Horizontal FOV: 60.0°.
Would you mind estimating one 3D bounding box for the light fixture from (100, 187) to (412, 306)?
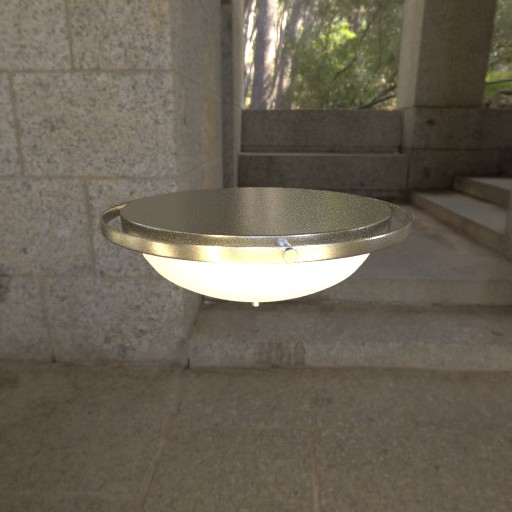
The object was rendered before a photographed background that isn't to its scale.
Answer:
[{"bbox_3d":[0.000,0.000,0.556,0.361,0.130,0.361,0,16,0],"label":"light fixture"}]
